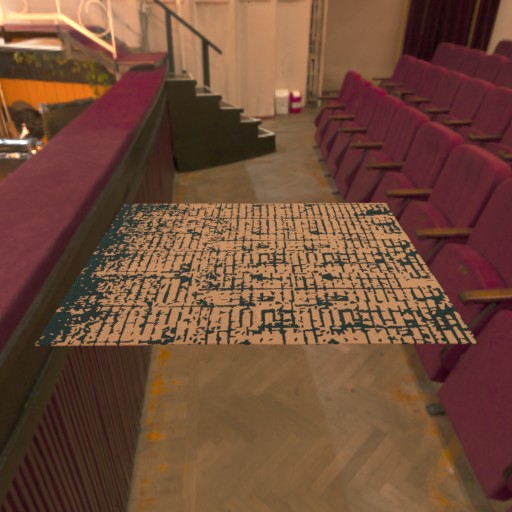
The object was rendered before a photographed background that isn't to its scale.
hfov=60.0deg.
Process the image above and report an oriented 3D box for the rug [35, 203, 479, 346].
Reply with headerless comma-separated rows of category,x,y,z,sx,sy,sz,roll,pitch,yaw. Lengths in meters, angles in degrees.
rug,0.000,0.000,4.054,3.017,0.014,2.416,0,30,0
